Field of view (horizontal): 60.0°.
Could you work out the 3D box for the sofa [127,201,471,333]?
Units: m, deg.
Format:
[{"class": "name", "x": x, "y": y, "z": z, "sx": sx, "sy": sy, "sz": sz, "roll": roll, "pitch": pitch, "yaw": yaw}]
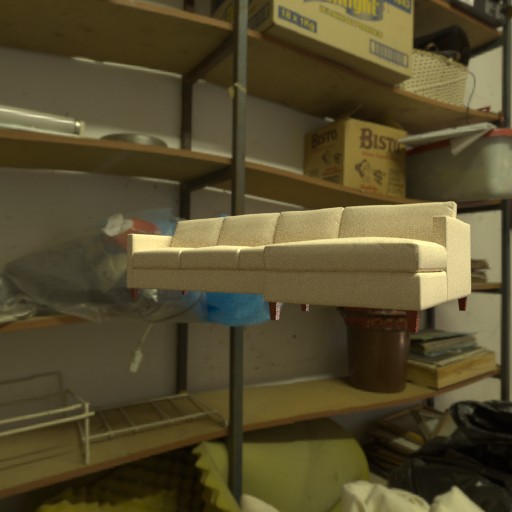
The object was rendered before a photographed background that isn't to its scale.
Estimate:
[{"class": "sofa", "x": 0.000, "y": 0.000, "z": 4.193, "sx": 3.471, "sy": 0.954, "sz": 1.603, "roll": -1, "pitch": -1, "yaw": 35}]
